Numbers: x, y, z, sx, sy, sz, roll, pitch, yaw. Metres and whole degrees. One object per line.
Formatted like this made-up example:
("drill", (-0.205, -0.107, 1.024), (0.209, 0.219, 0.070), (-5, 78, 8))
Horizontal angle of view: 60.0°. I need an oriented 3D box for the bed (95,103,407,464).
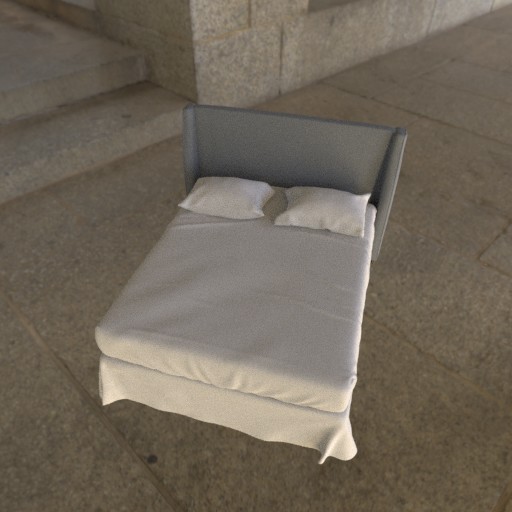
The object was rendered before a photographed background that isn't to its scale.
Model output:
("bed", (0.000, 0.000, 3.379), (1.925, 1.332, 2.276), (10, 42, 12))
